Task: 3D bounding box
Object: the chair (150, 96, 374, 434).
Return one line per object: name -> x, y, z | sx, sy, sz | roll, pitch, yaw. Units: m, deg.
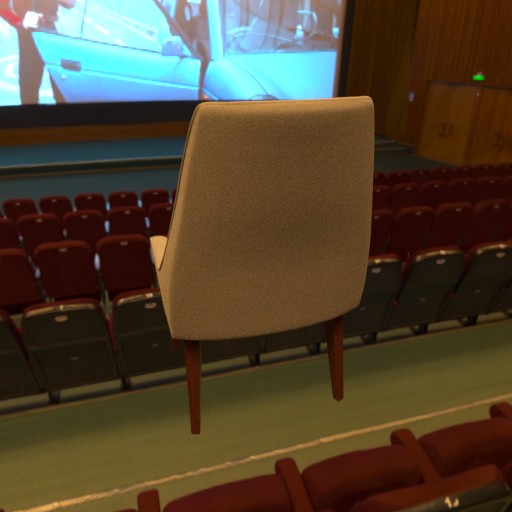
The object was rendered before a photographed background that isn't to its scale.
chair -> 0.000, 0.000, 1.207 | 0.529, 0.861, 0.544 | -8, 27, -15
